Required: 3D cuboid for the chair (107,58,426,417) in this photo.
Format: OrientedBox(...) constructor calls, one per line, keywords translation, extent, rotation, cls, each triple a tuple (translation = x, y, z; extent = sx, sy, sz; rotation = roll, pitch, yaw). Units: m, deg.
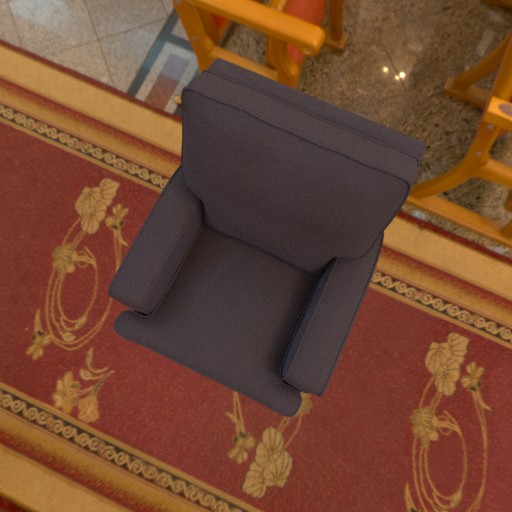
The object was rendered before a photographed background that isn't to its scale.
OrientedBox(translation=(0.000, 0.000, 1.669), extent=(0.861, 0.962, 0.964), rotation=(24, 78, 6), cls="chair")
